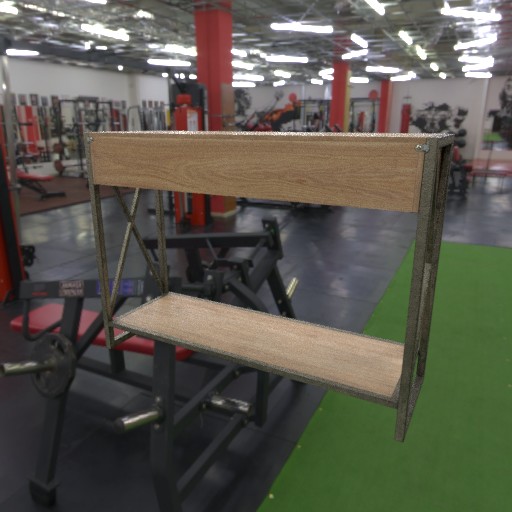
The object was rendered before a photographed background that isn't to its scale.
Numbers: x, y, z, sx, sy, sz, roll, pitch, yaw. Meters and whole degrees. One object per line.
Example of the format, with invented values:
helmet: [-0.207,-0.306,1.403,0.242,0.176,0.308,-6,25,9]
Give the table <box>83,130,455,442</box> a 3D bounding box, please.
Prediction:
table: [0.000,0.000,1.426,1.059,0.763,0.361,9,19,27]
